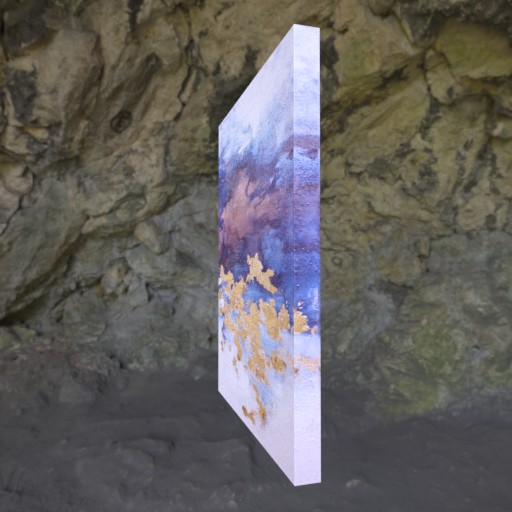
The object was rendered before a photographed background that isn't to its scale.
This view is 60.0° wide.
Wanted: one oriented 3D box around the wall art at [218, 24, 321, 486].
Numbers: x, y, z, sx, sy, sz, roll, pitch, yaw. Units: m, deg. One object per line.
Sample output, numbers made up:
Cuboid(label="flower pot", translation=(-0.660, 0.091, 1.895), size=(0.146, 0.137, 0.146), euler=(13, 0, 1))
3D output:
Cuboid(label="wall art", translation=(0.000, 0.000, 0.769), size=(0.036, 0.581, 0.437), euler=(0, -1, -17))
